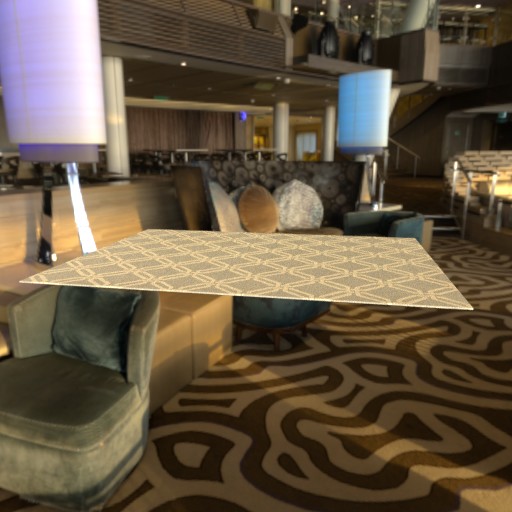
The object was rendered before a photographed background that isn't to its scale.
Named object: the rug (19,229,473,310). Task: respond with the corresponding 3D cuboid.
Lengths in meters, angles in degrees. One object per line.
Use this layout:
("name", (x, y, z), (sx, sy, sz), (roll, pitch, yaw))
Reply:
("rug", (0.000, 0.000, 4.366), (3.353, 0.013, 2.438), (3, 14, 10))
